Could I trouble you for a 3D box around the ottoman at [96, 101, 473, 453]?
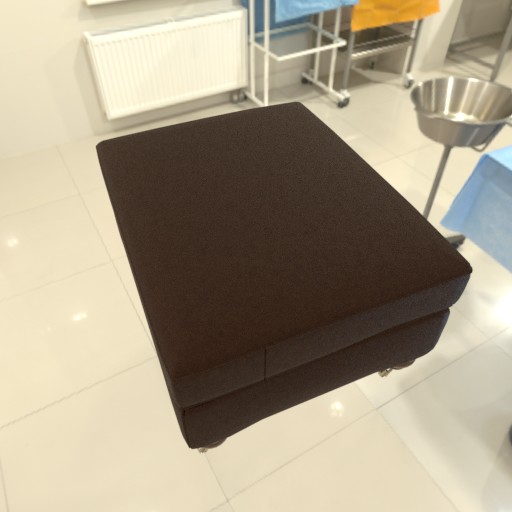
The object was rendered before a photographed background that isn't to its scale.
[{"bbox_3d":[0.000,0.000,1.799,0.967,0.730,1.187,-17,48,-16],"label":"ottoman"}]
